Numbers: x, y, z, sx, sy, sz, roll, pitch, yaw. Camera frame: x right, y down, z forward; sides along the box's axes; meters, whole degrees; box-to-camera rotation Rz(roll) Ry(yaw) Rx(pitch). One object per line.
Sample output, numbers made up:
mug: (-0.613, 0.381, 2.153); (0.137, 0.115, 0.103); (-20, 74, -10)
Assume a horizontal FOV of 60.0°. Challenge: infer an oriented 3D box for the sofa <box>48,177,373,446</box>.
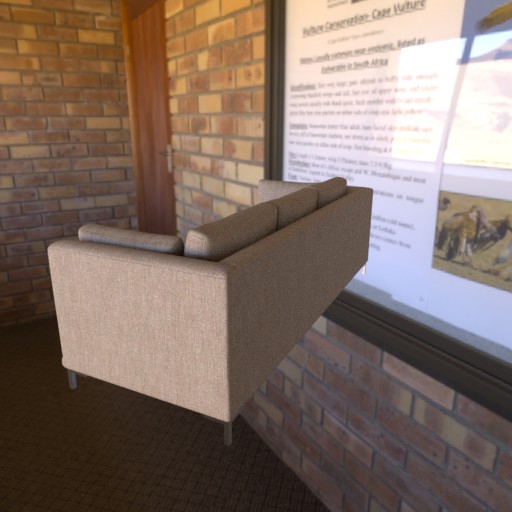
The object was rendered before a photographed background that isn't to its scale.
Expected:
sofa: (0.000, 0.000, 2.931); (0.969, 0.867, 2.415); (8, 19, 25)
